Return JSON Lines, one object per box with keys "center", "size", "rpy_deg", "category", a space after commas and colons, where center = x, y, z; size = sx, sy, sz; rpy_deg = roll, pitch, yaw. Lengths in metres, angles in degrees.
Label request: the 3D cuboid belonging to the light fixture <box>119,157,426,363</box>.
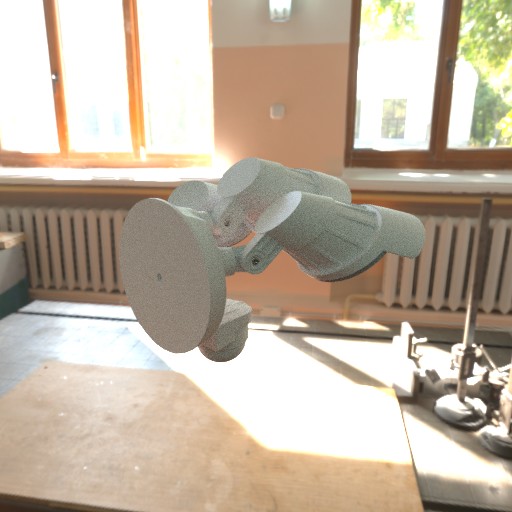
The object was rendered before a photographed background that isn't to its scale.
{"center": [0.000, 0.000, 0.545], "size": [0.369, 0.237, 0.278], "rpy_deg": [14, 21, 43], "category": "light fixture"}
